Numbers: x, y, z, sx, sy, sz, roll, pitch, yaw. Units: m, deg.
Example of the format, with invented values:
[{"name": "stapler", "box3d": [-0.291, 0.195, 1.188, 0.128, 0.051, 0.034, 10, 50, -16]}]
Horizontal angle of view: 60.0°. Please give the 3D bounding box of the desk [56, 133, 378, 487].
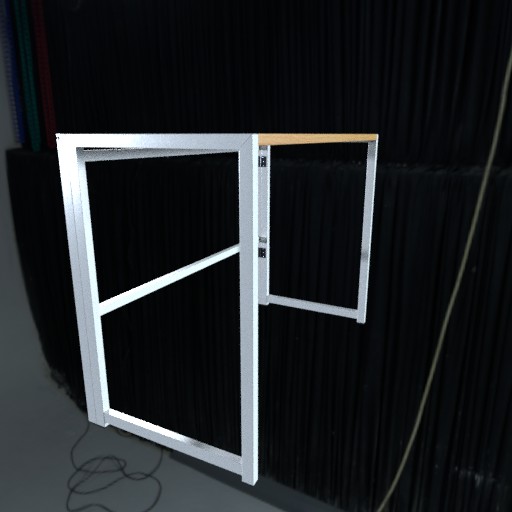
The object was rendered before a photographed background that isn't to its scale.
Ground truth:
[{"name": "desk", "box3d": [0.000, 0.000, 1.434, 0.508, 0.762, 1.016, 8, 17, 26]}]
